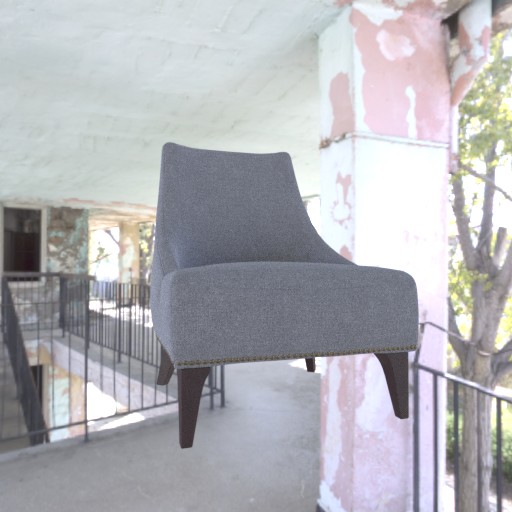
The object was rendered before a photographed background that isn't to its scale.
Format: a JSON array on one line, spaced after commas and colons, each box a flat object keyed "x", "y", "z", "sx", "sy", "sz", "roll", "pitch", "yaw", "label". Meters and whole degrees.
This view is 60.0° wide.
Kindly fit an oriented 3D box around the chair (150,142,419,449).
[{"x": 0.000, "y": 0.000, "z": 1.509, "sx": 0.701, "sy": 0.909, "sz": 0.861, "roll": 0, "pitch": -1, "yaw": -19, "label": "chair"}]
